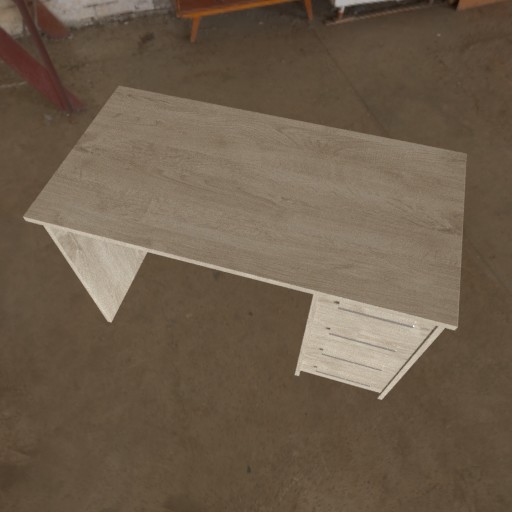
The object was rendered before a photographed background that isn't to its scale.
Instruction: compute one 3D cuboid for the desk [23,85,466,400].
[{"bbox_3d":[0.000,0.000,1.515,1.096,0.730,0.560,14,58,9],"label":"desk"}]
